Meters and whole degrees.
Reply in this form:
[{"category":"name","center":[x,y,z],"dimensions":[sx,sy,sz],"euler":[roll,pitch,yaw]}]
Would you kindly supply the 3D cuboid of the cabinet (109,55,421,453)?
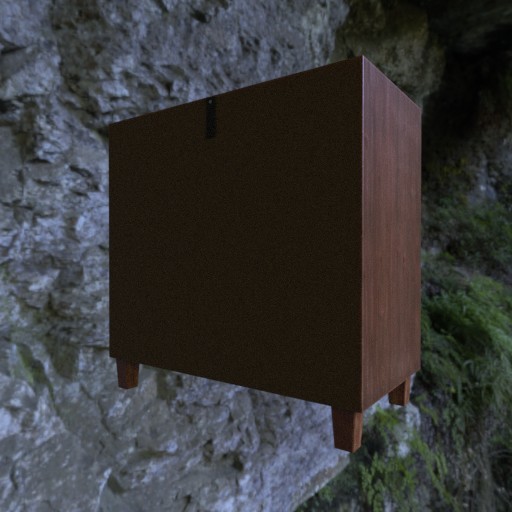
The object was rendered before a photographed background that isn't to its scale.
[{"category":"cabinet","center":[0.000,0.000,1.253],"dimensions":[0.796,0.785,0.412],"euler":[0,1,36]}]
